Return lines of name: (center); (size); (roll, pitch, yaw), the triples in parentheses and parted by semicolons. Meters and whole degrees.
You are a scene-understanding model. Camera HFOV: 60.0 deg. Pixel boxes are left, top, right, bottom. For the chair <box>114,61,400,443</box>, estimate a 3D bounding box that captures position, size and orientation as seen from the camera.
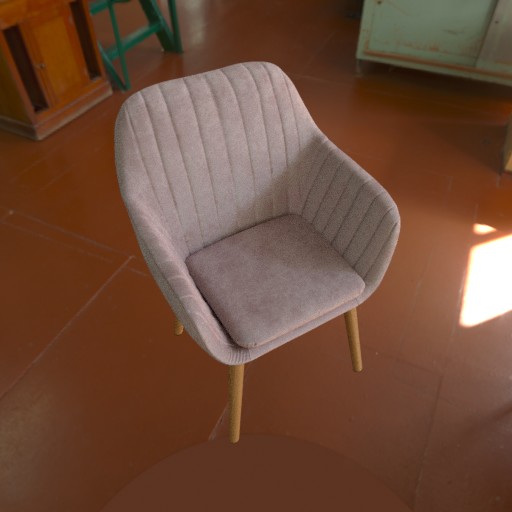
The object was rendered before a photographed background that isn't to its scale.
chair: (0.000, 0.000, 1.247); (0.610, 0.832, 0.570); (-23, 51, -20)
